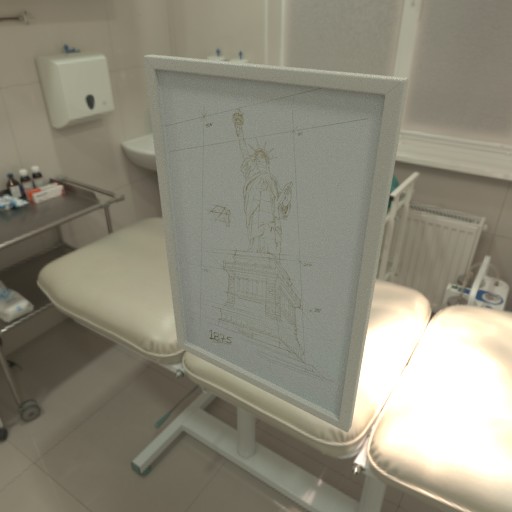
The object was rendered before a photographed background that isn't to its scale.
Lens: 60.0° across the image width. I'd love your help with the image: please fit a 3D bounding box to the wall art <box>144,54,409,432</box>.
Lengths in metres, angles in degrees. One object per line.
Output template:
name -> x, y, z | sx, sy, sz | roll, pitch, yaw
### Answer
wall art -> 0.000, 0.000, 1.482 | 0.808, 1.183, 0.038 | 19, 35, 28
